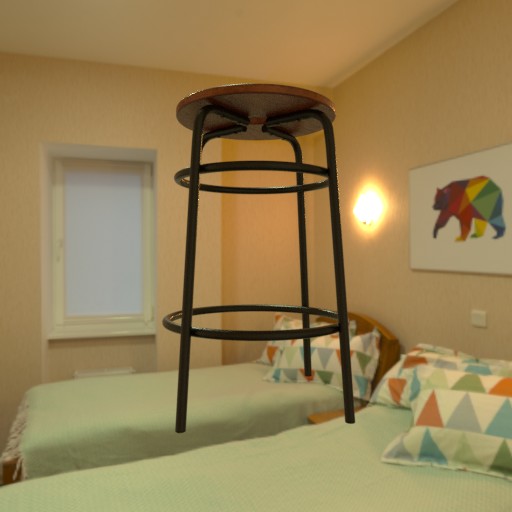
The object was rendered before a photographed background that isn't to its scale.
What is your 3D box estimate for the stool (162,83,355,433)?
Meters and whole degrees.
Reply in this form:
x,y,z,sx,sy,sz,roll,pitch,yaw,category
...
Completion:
x,y,z,sx,sy,sz,roll,pitch,yaw,category
0.000,0.000,0.947,0.455,0.610,0.455,0,1,37,stool
